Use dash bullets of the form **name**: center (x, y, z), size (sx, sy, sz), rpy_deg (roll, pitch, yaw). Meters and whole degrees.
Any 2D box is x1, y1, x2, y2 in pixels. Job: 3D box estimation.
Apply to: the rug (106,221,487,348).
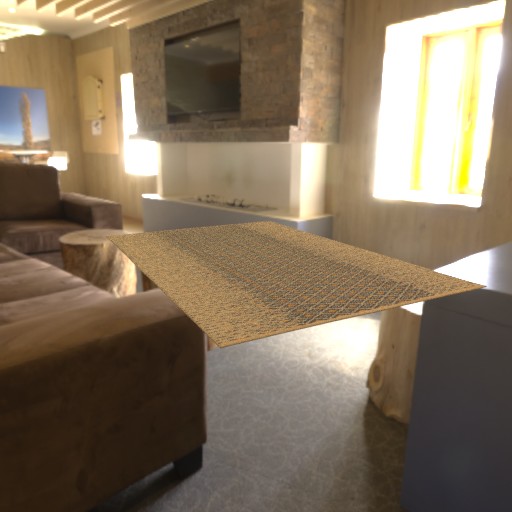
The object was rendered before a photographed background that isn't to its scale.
- **rug**: center (0.000, 0.000, 2.359), size (1.219, 0.005, 1.828), rpy_deg (-8, 16, -27)
